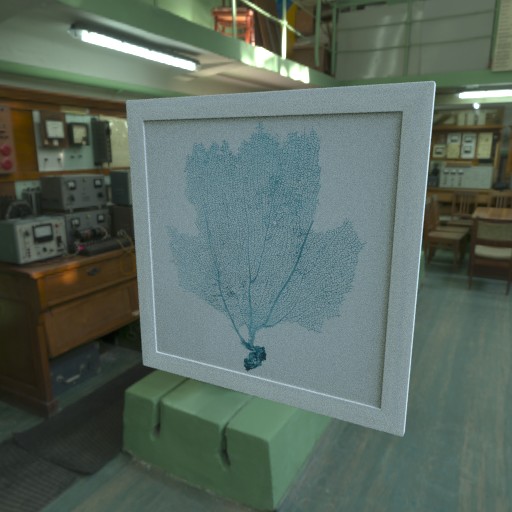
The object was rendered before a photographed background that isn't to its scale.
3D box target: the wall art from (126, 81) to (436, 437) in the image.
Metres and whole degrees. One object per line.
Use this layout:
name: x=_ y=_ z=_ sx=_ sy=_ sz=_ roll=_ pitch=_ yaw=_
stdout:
wall art: x=0.000 y=0.000 z=0.840 sx=0.584 sy=0.584 sz=0.013 roll=7 pitch=15 yaw=26
